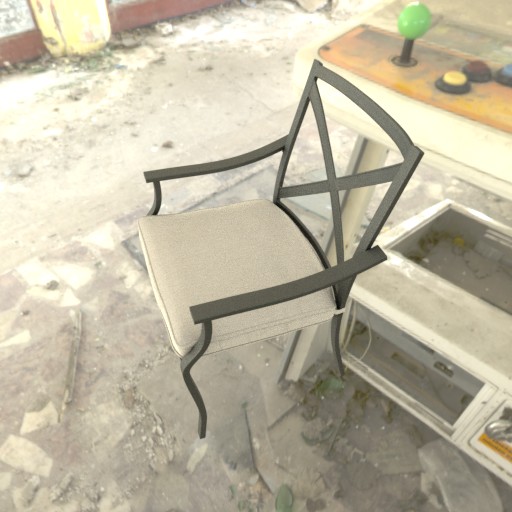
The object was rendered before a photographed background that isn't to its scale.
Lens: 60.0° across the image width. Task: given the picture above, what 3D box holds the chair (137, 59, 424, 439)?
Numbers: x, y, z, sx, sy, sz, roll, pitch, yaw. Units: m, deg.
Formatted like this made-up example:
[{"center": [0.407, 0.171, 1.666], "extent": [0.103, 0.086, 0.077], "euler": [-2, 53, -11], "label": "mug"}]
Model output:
[{"center": [0.000, 0.000, 1.309], "extent": [0.620, 0.889, 0.575], "euler": [-15, 48, -14], "label": "chair"}]
